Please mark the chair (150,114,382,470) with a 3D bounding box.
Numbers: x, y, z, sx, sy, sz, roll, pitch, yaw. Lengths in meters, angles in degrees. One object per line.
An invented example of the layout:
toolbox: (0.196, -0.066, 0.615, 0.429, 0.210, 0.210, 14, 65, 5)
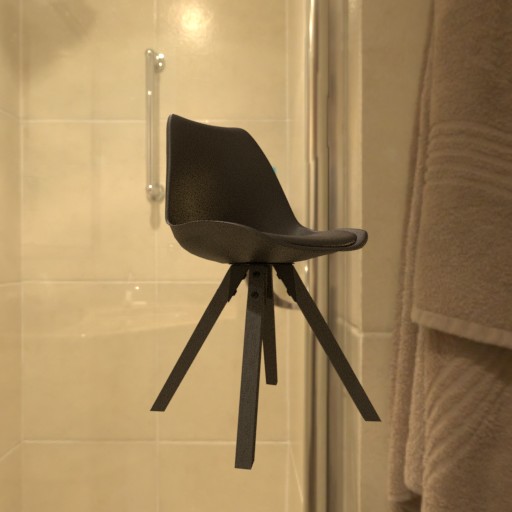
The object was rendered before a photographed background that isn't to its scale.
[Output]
chair: (0.000, 0.000, 1.200, 0.485, 0.850, 0.550, 0, 0, -37)
